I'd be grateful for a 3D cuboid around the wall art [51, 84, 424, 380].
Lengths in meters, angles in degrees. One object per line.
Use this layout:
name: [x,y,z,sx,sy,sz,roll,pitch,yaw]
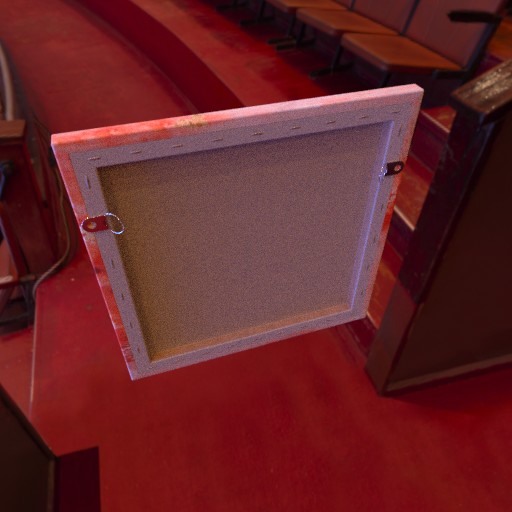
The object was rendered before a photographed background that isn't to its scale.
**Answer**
wall art: [0.000,0.000,1.103,0.747,0.746,0.064,-12,44,-13]
